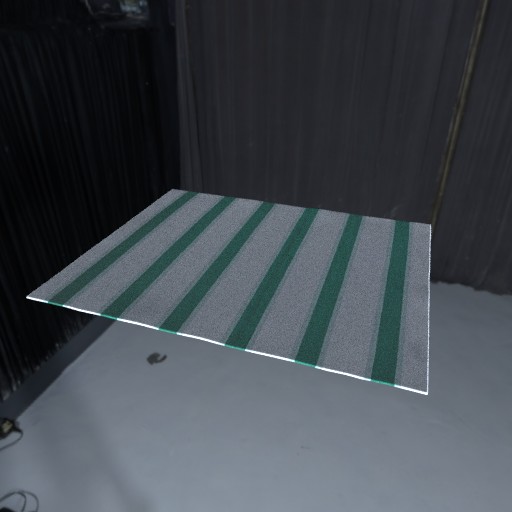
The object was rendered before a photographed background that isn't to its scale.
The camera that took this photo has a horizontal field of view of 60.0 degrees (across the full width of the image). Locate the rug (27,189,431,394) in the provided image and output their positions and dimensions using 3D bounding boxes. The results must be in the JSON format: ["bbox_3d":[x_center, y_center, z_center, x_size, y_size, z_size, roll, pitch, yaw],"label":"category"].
[{"bbox_3d":[0.000,0.000,4.094,3.041,0.019,2.434,10,32,16],"label":"rug"}]
